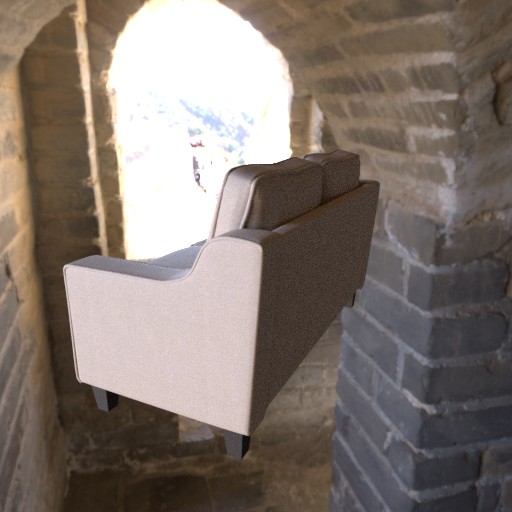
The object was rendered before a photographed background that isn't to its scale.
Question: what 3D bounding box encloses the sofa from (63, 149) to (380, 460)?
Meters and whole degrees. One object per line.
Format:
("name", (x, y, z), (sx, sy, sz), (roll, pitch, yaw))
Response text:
("sofa", (0.000, 0.000, 3.473), (1.351, 1.562, 2.587), (8, 18, 25))
